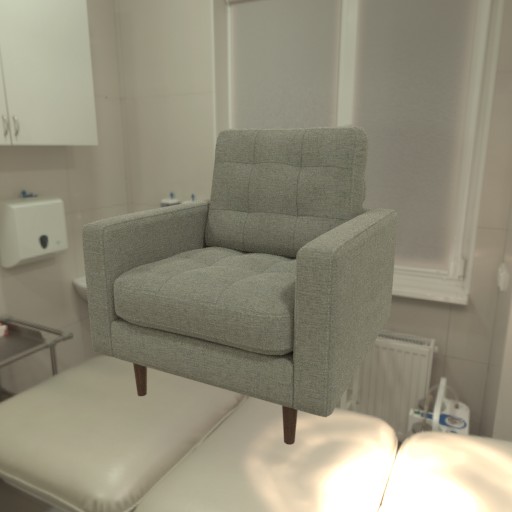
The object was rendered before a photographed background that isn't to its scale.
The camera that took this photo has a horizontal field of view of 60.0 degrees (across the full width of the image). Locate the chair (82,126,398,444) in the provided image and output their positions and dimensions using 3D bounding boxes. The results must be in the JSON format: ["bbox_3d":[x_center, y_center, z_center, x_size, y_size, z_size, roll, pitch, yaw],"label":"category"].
[{"bbox_3d":[0.000,0.000,1.549,0.821,0.880,0.843,7,15,26],"label":"chair"}]
